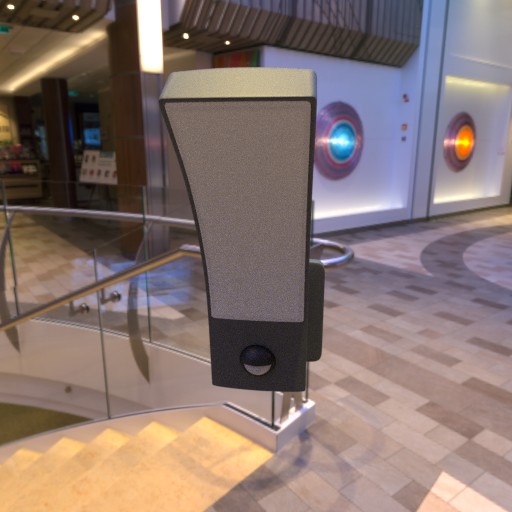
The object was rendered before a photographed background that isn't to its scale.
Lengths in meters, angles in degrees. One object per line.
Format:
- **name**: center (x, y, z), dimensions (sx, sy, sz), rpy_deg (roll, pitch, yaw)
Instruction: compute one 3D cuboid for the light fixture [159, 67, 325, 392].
- **light fixture**: center (0.000, 0.000, 0.333), dimensions (0.108, 0.243, 0.174), rpy_deg (2, 14, 7)
